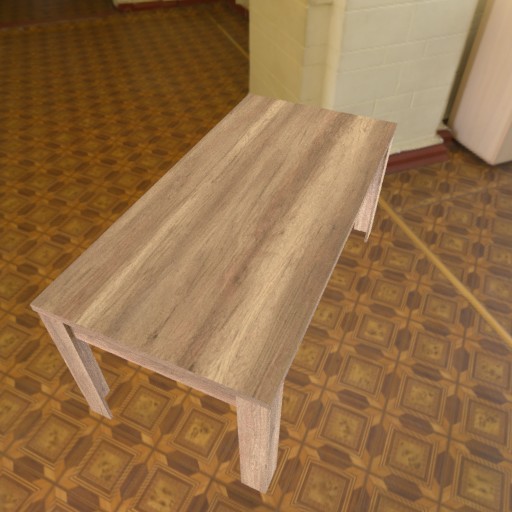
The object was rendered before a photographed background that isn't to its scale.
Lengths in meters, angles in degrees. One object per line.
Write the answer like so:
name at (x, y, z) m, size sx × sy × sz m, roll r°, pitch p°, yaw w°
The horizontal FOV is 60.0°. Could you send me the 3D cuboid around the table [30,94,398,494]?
table at (0.000, 0.000, 2.256) m, size 0.900 × 0.790 × 1.800 m, roll 18°, pitch 47°, yaw 17°
